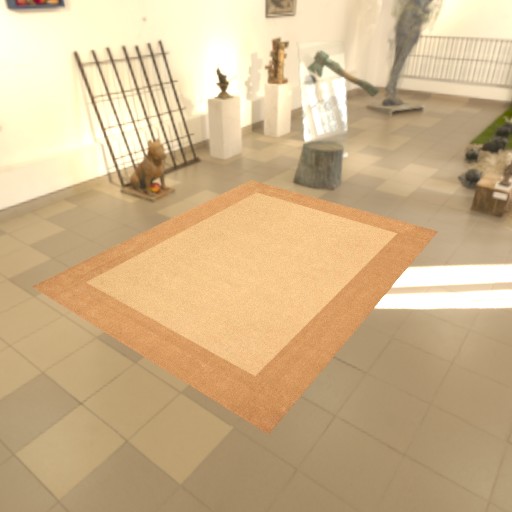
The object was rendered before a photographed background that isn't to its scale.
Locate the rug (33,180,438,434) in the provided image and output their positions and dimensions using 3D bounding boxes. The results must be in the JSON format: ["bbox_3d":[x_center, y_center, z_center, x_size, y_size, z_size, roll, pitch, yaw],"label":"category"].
[{"bbox_3d":[0.000,0.000,4.169,2.438,0.014,3.048,21,37,31],"label":"rug"}]
